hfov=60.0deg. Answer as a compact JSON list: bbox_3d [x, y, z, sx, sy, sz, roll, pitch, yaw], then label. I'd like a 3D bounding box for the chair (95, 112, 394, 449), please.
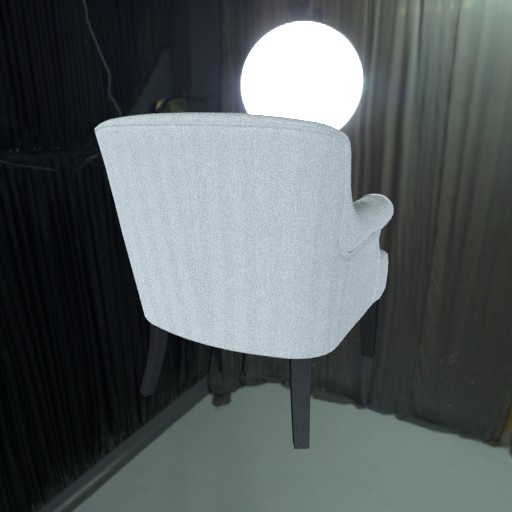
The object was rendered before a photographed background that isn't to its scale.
[{"bbox_3d":[0.000,0.000,1.436,0.781,0.875,0.750,9,19,26],"label":"chair"}]
